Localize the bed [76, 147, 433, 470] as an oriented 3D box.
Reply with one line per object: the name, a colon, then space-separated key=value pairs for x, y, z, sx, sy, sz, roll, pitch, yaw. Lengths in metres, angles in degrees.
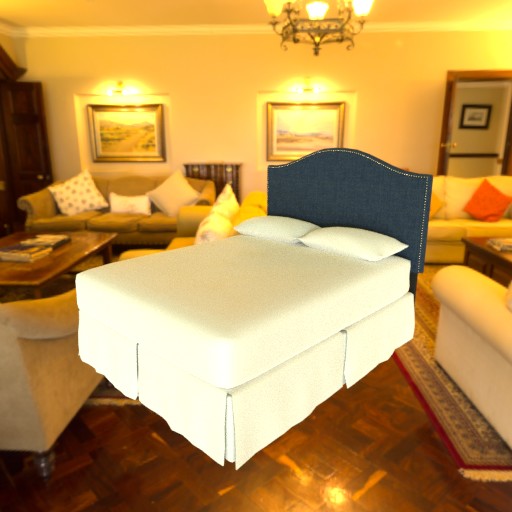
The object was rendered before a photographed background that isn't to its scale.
bed: x=0.000 y=0.000 z=3.277 sx=1.713 sy=1.518 sz=2.153 roll=14 pitch=21 yaw=42
